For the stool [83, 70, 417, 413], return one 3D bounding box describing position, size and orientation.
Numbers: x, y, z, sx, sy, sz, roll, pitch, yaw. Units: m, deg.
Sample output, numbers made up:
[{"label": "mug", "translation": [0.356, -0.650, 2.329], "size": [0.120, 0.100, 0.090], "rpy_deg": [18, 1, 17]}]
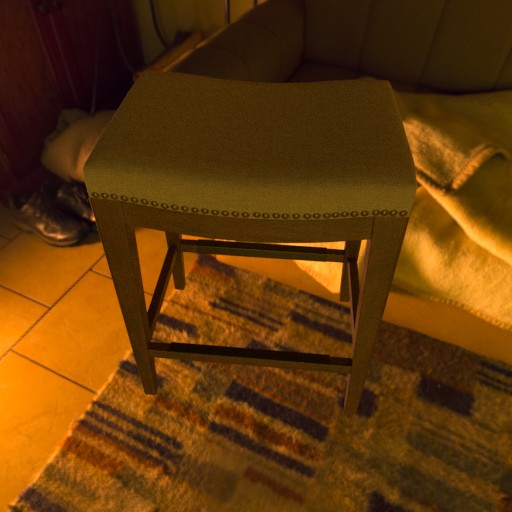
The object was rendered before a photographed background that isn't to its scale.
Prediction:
[{"label": "stool", "translation": [0.000, 0.000, 0.948], "size": [0.508, 0.660, 0.356], "rpy_deg": [4, 46, 4]}]
